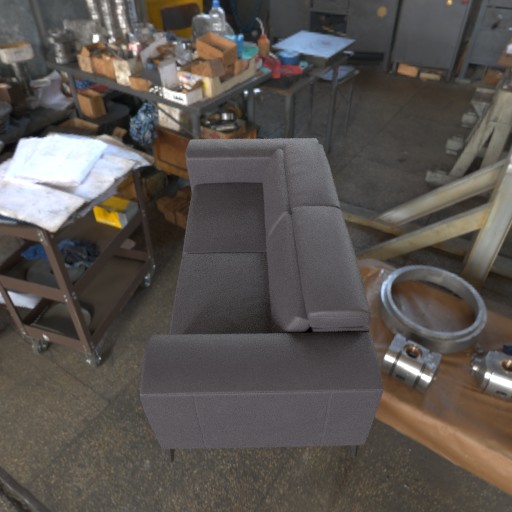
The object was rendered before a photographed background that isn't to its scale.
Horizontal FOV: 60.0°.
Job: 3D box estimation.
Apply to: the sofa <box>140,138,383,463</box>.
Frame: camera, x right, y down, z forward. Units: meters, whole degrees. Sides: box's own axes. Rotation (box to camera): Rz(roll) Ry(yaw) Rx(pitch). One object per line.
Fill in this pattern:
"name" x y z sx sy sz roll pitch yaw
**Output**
"sofa" 0.000 0.000 2.862 1.048 0.814 2.330 -1 41 -1
